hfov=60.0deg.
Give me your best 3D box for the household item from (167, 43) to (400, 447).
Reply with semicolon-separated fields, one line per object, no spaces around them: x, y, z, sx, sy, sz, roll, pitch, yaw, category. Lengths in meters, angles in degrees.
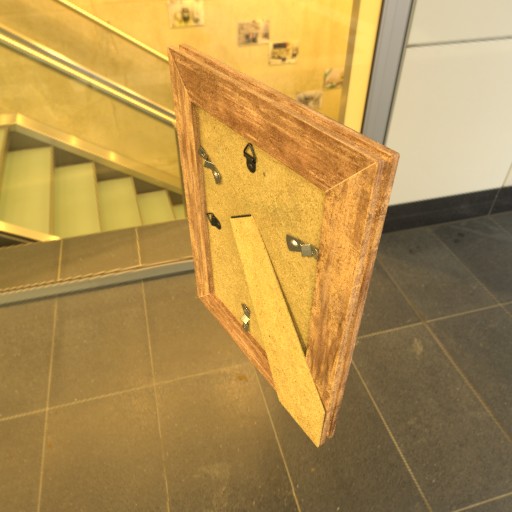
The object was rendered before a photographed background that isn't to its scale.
0.000;0.000;0.313;0.018;0.237;0.186;-25;47;-26;household item
